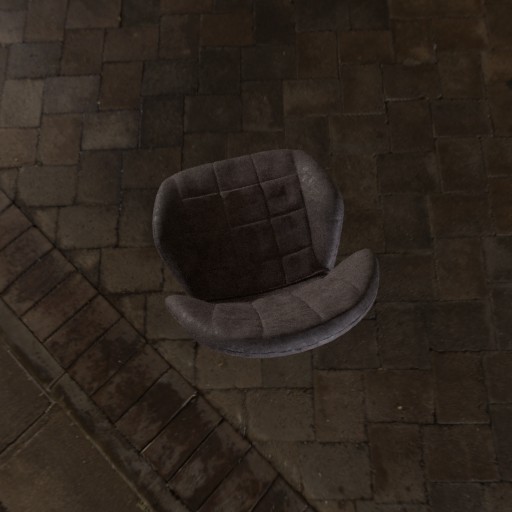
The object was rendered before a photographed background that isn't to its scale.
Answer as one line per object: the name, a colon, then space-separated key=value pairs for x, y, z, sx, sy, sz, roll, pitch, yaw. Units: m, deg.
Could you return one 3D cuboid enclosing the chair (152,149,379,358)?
chair: x=0.000 y=0.000 z=1.298 sx=0.527 sy=0.934 sz=0.640 roll=-13 pitch=74 yaw=-4
